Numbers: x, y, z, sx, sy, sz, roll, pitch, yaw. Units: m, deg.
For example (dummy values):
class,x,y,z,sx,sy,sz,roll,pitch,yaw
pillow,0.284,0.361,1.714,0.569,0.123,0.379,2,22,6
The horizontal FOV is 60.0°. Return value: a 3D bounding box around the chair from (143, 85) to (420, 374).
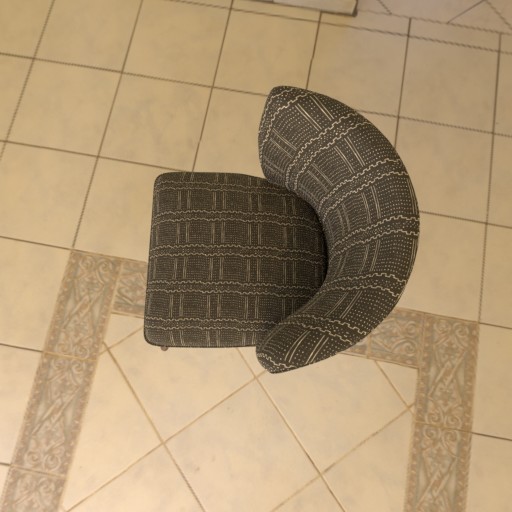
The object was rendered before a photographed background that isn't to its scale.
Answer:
class,x,y,z,sx,sy,sz,roll,pitch,yaw
chair,0.000,0.000,1.428,0.758,0.866,0.710,1,77,0
